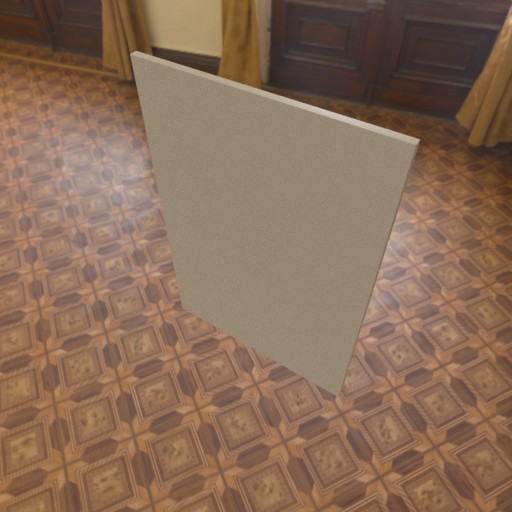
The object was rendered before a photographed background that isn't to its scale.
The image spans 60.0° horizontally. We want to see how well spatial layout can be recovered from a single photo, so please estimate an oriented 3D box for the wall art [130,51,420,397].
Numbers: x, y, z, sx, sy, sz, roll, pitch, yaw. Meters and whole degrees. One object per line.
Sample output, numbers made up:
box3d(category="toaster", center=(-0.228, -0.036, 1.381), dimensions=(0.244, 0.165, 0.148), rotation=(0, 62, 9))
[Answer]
box3d(category="wall art", center=(0.000, 0.000, 0.606), dimensions=(0.325, 0.474, 0.010), rotation=(26, 52, 22))
